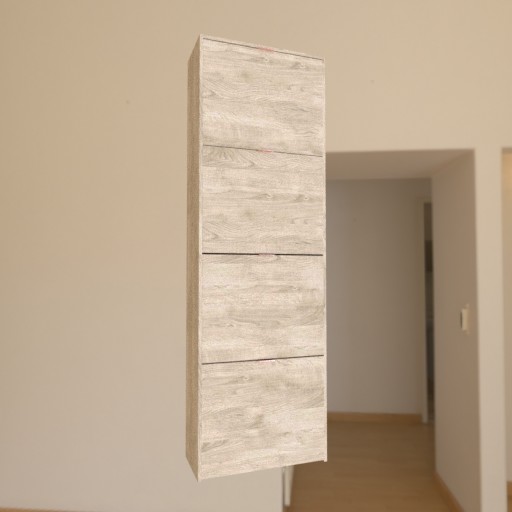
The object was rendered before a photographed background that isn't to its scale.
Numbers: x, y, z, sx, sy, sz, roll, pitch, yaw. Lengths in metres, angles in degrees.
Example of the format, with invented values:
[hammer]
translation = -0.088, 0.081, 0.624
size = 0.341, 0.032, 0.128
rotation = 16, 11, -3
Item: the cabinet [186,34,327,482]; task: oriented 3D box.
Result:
[cabinet]
translation = 0.000, 0.000, 1.801
size = 0.520, 1.630, 0.250
rotation = 1, -2, -20
